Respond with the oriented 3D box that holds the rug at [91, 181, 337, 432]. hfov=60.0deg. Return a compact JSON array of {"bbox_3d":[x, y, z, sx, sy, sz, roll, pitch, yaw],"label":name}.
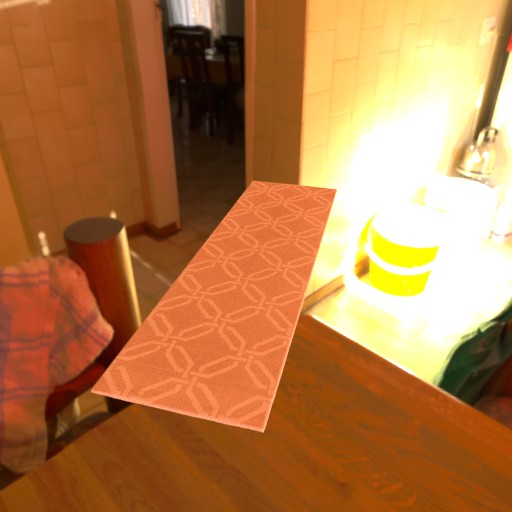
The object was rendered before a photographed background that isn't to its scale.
[{"bbox_3d":[0.000,0.000,2.542,0.678,0.014,2.276,8,31,13],"label":"rug"}]
